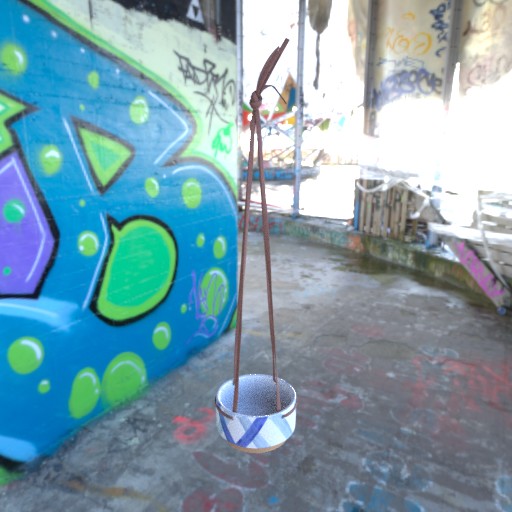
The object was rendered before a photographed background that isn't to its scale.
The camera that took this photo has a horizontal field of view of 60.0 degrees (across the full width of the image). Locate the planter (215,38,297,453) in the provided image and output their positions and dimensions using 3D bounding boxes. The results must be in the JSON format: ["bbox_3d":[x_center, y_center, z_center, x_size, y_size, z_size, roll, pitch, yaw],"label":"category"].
[{"bbox_3d":[0.000,0.000,0.826,0.166,0.751,0.166,8,16,28],"label":"planter"}]
